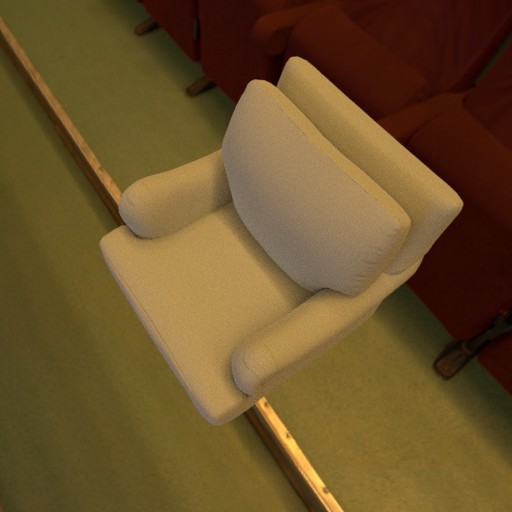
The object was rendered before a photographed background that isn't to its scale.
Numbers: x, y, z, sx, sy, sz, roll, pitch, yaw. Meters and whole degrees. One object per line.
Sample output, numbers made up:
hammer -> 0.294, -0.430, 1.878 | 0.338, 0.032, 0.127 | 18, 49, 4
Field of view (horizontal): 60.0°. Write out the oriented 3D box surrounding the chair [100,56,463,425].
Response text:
chair -> 0.000, 0.000, 1.865 | 1.070, 1.038, 0.955 | -33, 67, -16
